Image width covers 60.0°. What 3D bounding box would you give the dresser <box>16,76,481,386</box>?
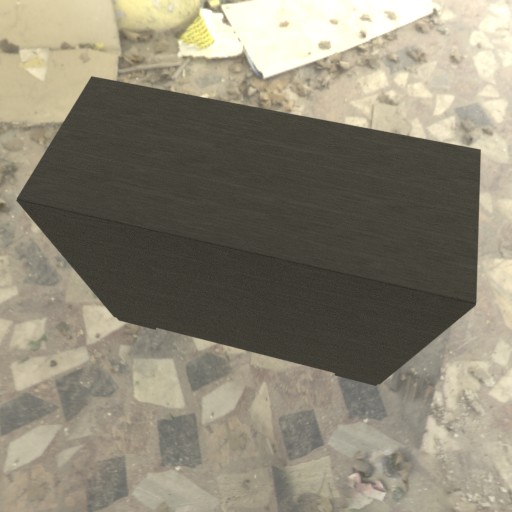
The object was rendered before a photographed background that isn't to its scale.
[{"bbox_3d":[0.000,0.000,1.375,0.994,0.816,0.404,13,63,7],"label":"dresser"}]
